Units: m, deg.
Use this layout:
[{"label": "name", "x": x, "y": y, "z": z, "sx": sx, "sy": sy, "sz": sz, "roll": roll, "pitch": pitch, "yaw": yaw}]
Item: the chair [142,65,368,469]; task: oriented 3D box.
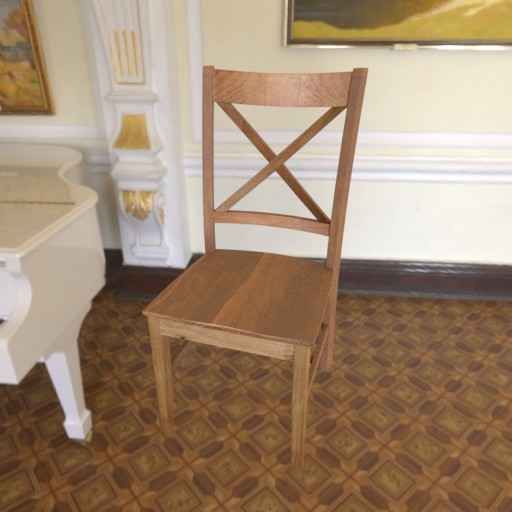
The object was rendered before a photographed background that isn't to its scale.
[{"label": "chair", "x": 0.000, "y": 0.000, "z": 1.274, "sx": 0.485, "sy": 0.983, "sz": 0.542, "roll": 8, "pitch": 26, "yaw": 16}]
